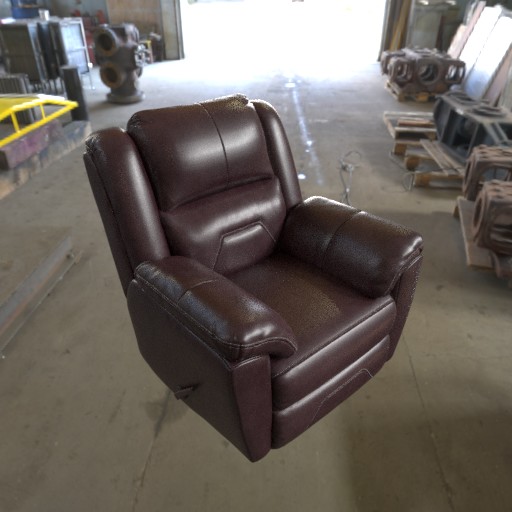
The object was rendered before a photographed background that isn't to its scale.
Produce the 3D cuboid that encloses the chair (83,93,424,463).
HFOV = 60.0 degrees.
[{"bbox_3d":[0.000,0.000,1.829,0.990,1.093,1.041,-24,39,-33],"label":"chair"}]
